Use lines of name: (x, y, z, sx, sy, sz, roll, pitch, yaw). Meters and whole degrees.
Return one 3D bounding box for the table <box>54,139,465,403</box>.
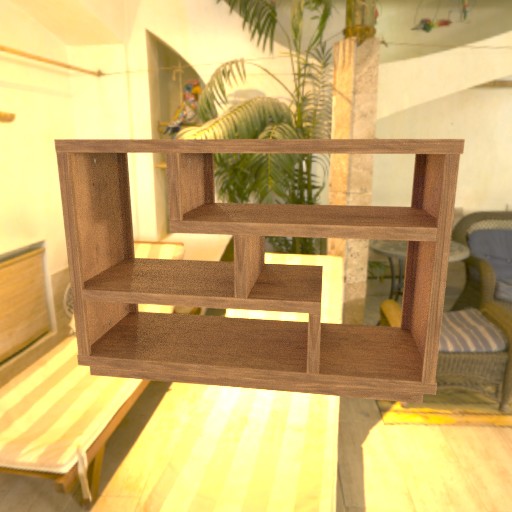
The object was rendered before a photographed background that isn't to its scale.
table: (0.000, 0.000, 1.516, 1.151, 0.771, 0.410, 2, 15, 9)
